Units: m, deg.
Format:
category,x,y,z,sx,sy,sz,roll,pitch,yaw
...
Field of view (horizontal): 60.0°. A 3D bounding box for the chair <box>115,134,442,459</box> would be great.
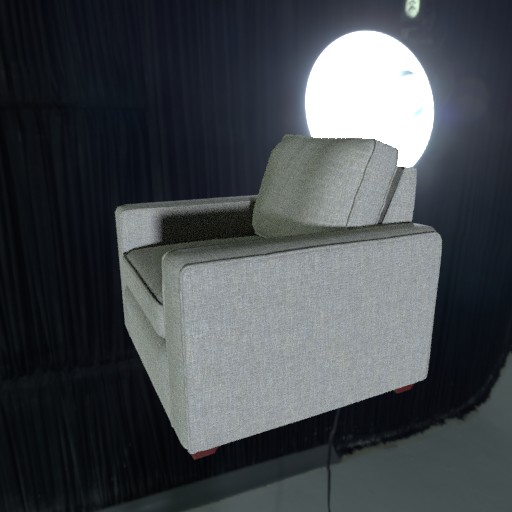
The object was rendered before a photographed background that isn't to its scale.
category,x,y,z,sx,sy,sz,roll,pitch,yaw
chair,0.000,0.000,1.746,0.940,0.914,1.016,-8,18,-25
